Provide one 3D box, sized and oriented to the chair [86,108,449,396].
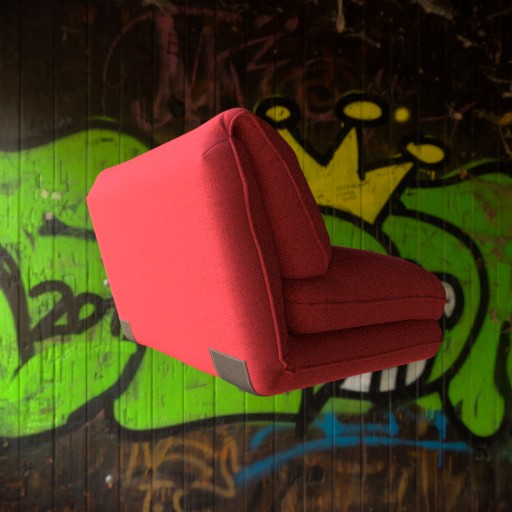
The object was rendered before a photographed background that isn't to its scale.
[{"bbox_3d":[0.000,0.000,1.321,0.780,0.580,0.820,0,0,-36],"label":"chair"}]
